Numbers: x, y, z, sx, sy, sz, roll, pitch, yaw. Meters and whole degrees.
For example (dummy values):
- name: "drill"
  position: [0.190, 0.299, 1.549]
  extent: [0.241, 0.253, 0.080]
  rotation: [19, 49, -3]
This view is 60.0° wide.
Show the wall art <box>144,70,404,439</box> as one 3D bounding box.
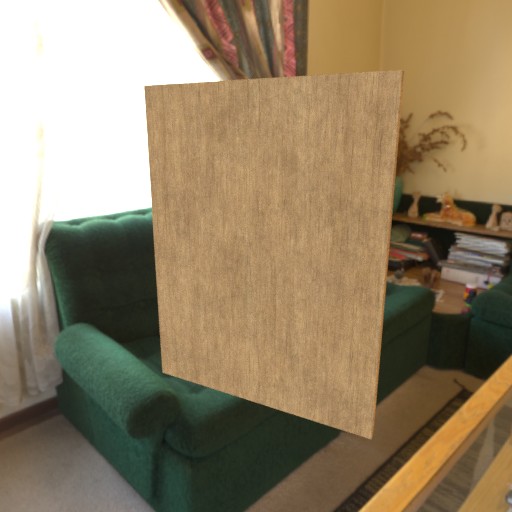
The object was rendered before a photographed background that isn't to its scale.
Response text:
- name: "wall art"
  position: [0.000, 0.000, 0.922]
  extent: [0.534, 0.686, 0.018]
  rotation: [8, 18, 27]
